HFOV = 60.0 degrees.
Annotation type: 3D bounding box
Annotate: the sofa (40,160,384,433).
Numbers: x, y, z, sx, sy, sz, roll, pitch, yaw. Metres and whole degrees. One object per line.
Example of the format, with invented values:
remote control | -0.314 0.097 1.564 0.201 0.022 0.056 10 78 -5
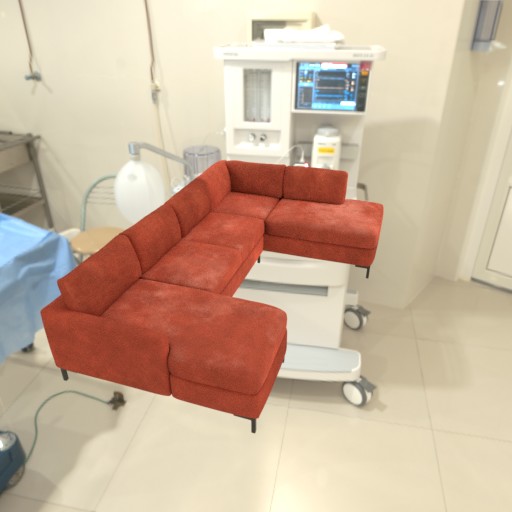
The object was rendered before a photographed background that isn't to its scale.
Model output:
sofa | 0.000 0.000 3.887 1.981 0.858 2.971 9 30 16
